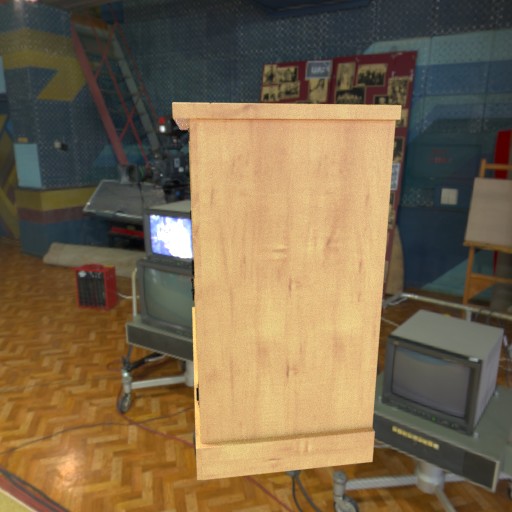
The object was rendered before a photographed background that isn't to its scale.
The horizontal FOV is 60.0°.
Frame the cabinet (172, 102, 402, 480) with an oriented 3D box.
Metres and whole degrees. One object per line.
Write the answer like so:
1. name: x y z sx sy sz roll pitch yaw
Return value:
1. cabinet: 0.000 0.000 1.397 0.450 0.840 0.920 -2 15 -8
